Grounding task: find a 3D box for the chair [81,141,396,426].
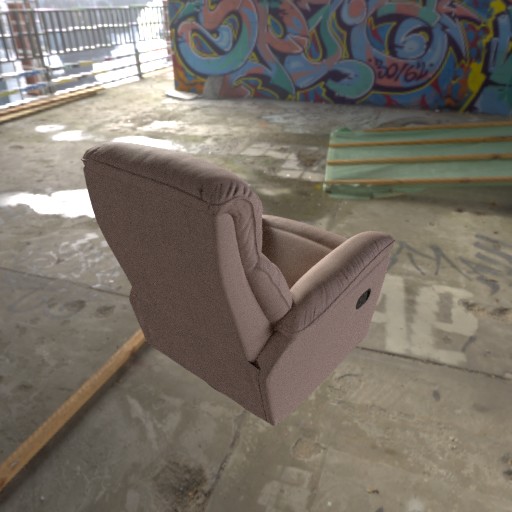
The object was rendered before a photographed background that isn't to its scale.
[{"bbox_3d":[0.000,0.000,1.747,0.820,1.037,1.004,22,37,33],"label":"chair"}]
